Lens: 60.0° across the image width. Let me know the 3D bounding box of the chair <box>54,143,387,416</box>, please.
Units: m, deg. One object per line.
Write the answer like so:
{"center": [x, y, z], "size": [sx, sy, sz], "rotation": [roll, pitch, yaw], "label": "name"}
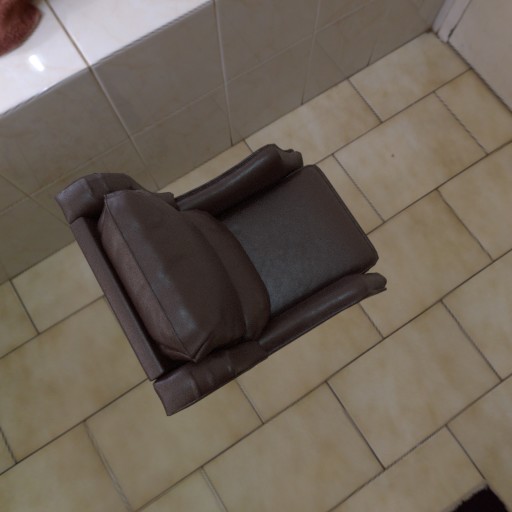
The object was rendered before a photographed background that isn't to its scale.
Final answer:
{"center": [0.000, 0.000, 1.783], "size": [0.982, 1.132, 0.770], "rotation": [-30, 78, -7], "label": "chair"}
